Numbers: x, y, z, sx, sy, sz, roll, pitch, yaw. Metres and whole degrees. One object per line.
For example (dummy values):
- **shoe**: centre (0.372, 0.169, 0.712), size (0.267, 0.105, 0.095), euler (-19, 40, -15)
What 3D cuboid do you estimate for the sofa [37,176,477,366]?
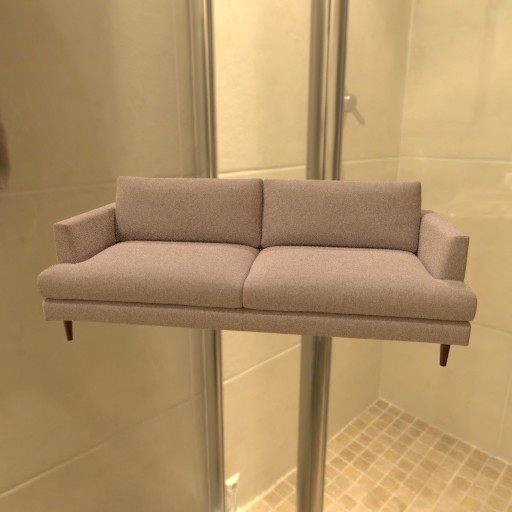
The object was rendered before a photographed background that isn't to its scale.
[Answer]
- **sofa**: centre (0.000, 0.000, 2.692), size (2.250, 0.868, 1.020), euler (2, 16, 8)
